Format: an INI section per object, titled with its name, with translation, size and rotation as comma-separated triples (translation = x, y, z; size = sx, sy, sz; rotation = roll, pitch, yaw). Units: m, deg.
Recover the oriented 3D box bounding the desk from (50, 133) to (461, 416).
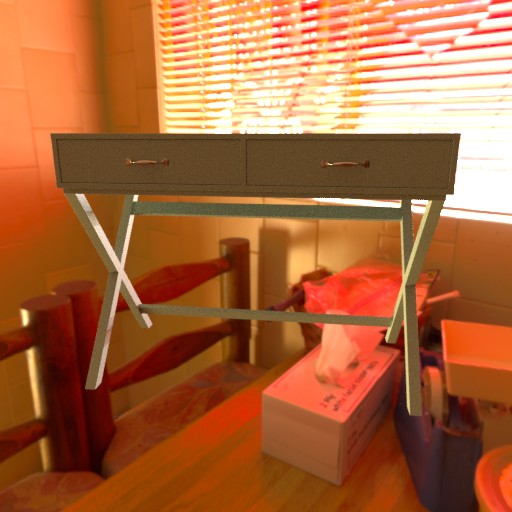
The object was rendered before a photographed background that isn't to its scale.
[desk]
translation = 0.000, 0.000, 1.463
size = 1.057, 0.780, 0.525
rotation = 2, 16, 8
